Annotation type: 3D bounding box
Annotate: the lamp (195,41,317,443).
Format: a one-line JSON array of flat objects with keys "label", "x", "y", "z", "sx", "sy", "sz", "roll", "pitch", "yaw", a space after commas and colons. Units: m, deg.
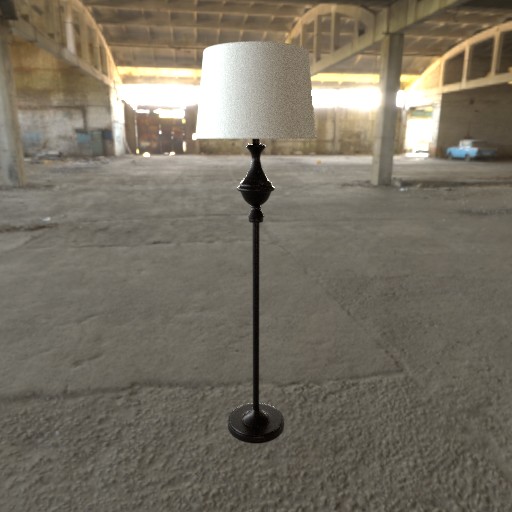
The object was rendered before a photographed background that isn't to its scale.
[{"label": "lamp", "x": 0.000, "y": 0.000, "z": 1.688, "sx": 0.431, "sy": 1.484, "sz": 0.431, "roll": 0, "pitch": 15, "yaw": 0}]
